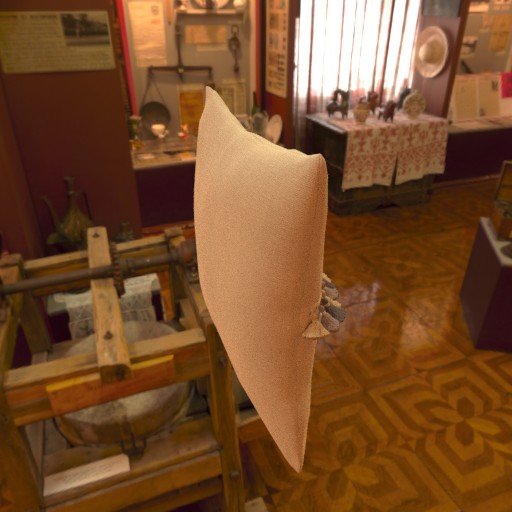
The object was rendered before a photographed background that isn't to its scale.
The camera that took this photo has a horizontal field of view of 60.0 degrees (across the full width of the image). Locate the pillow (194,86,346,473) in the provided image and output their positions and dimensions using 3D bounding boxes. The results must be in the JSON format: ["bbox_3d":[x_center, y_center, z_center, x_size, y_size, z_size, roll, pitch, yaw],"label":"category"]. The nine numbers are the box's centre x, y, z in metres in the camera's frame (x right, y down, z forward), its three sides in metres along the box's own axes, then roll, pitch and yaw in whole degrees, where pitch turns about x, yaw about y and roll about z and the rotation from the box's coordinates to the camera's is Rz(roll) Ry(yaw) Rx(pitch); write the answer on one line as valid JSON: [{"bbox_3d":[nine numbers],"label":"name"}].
[{"bbox_3d":[0.000,0.000,0.747,0.165,0.481,0.489,-10,31,-17],"label":"pillow"}]
